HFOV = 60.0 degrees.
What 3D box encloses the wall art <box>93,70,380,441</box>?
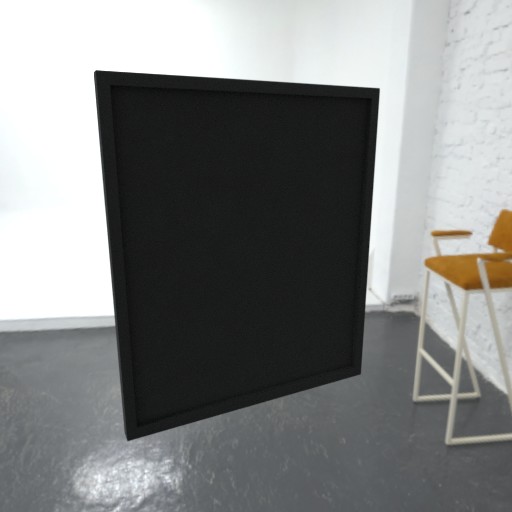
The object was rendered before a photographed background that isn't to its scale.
[{"bbox_3d":[0.000,0.000,0.687,0.432,0.508,0.021,-7,16,-25],"label":"wall art"}]
